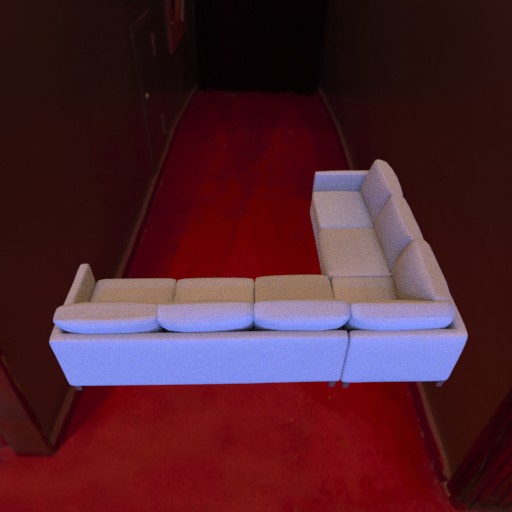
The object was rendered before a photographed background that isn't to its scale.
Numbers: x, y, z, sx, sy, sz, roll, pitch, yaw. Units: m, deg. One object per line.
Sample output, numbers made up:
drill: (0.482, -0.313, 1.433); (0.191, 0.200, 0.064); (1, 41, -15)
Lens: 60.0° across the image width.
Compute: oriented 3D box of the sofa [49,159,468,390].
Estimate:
sofa: (0.000, 0.000, 4.528); (3.301, 0.947, 2.592); (-1, 41, -1)
